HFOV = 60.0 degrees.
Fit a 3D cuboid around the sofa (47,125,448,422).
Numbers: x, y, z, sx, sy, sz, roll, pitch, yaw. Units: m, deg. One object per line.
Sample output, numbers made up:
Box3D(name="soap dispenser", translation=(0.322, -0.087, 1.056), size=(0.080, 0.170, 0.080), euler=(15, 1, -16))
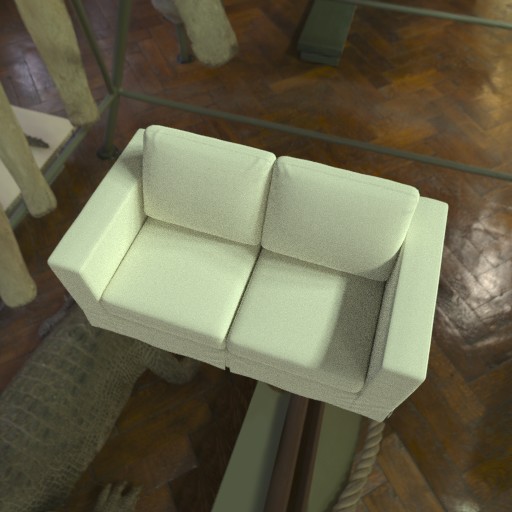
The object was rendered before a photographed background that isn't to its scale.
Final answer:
Box3D(name="sofa", translation=(0.000, 0.000, 2.384), size=(1.813, 0.932, 1.009), euler=(16, 59, 10))
